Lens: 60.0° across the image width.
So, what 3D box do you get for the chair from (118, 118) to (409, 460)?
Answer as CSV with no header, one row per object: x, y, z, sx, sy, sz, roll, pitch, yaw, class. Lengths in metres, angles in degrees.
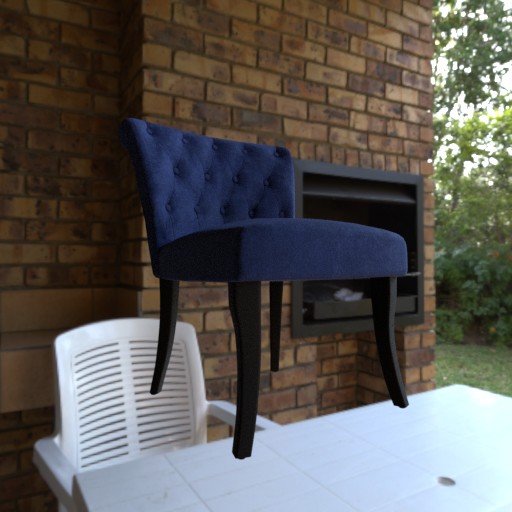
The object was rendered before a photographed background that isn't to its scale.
0.000,0.000,1.186,0.585,0.753,0.606,0,-1,-36,chair
